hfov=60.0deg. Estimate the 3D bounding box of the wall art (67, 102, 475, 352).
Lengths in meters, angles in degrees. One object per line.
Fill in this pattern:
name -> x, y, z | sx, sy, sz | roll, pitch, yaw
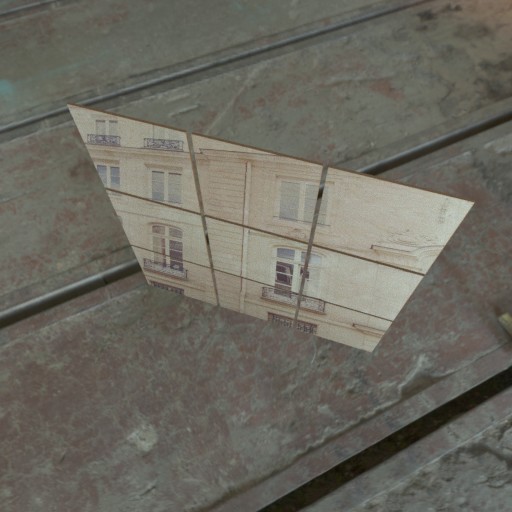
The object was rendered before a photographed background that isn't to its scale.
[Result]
wall art -> 0.000, 0.000, 2.242 | 1.526, 1.522, 0.023 | 16, 61, 9
